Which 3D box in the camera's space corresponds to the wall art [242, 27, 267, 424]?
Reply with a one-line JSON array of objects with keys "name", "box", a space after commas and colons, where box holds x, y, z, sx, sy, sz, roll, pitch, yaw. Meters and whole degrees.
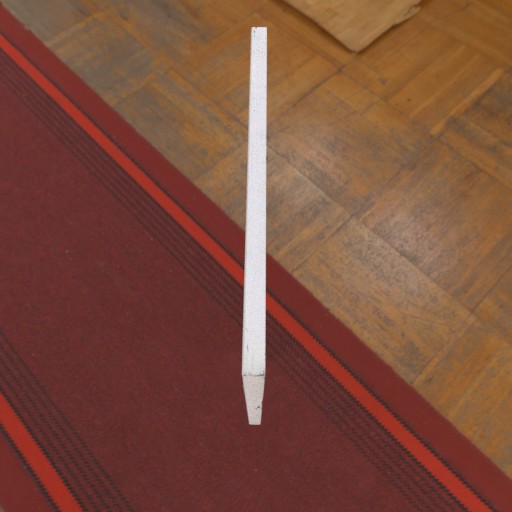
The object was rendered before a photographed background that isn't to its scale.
[{"name": "wall art", "box": [0.000, 0.000, 1.157, 0.038, 0.762, 0.762, 1, 64, 0]}]
